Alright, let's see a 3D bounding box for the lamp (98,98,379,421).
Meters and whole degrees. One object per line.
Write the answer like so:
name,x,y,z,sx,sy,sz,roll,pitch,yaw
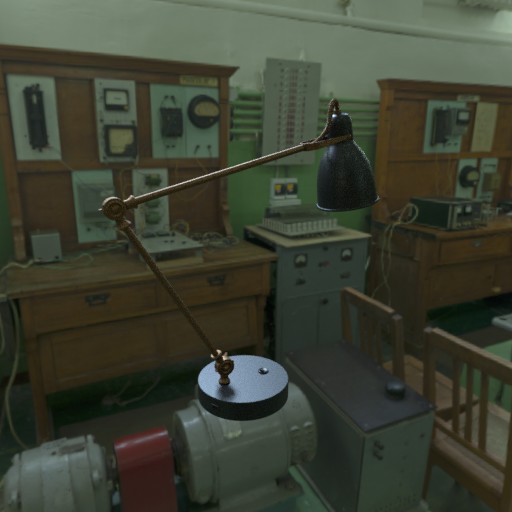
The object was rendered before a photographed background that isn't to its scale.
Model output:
lamp,0.000,0.000,0.860,0.561,0.587,0.187,-8,17,-27
